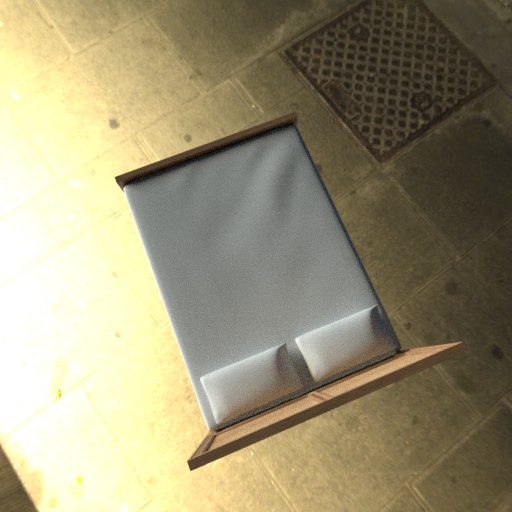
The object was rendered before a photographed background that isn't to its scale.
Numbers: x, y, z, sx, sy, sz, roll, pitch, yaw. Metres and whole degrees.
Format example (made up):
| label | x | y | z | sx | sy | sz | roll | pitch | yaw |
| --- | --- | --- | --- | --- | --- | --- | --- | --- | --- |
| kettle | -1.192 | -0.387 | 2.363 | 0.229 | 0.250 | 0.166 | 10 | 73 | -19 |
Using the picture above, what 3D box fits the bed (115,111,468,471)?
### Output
| label | x | y | z | sx | sy | sz | roll | pitch | yaw |
| --- | --- | --- | --- | --- | --- | --- | --- | --- | --- |
| bed | 0.000 | 0.000 | 3.260 | 1.606 | 1.387 | 2.184 | -21 | 77 | -5 |
